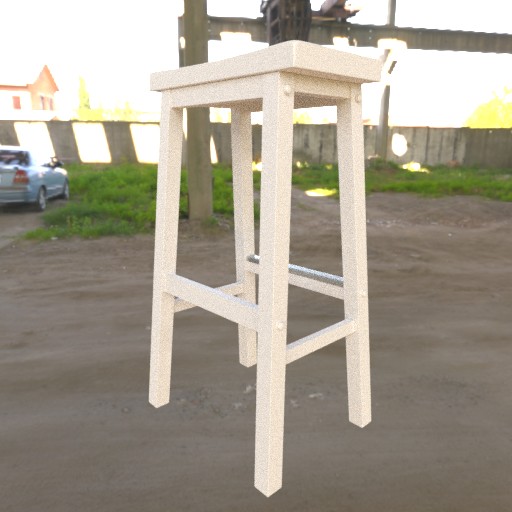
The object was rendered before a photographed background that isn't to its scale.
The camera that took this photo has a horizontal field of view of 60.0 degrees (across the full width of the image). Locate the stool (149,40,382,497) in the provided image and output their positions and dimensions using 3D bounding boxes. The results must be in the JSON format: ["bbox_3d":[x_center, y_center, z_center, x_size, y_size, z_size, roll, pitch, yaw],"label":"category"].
[{"bbox_3d":[0.000,0.000,0.932,0.322,0.742,0.406,-13,19,-41],"label":"stool"}]
